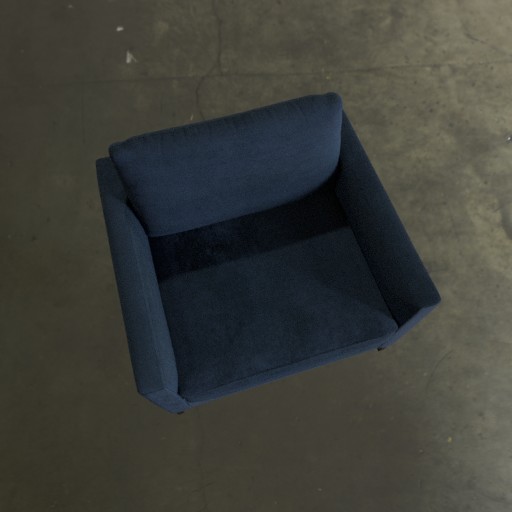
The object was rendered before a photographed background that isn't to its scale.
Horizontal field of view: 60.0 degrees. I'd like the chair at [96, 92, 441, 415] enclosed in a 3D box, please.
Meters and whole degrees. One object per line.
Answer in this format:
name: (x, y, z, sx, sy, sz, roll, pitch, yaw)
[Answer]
chair: (0.000, 0.000, 1.639, 0.964, 0.812, 0.875, -16, 66, -7)
